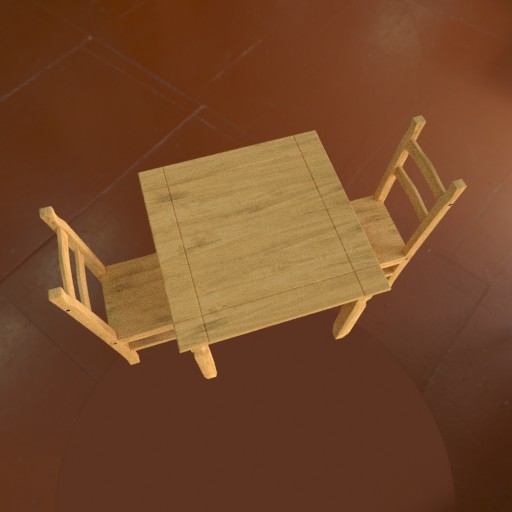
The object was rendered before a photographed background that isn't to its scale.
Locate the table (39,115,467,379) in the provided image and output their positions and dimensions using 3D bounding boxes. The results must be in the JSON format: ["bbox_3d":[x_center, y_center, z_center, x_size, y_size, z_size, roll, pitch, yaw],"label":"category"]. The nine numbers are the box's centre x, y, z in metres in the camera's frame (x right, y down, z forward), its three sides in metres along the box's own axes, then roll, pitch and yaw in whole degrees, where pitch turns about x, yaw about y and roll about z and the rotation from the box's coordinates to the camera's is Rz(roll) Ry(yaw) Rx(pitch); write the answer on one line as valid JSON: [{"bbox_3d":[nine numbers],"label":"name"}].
[{"bbox_3d":[0.000,0.000,2.018,1.501,0.942,0.813,-15,64,-8],"label":"table"}]
